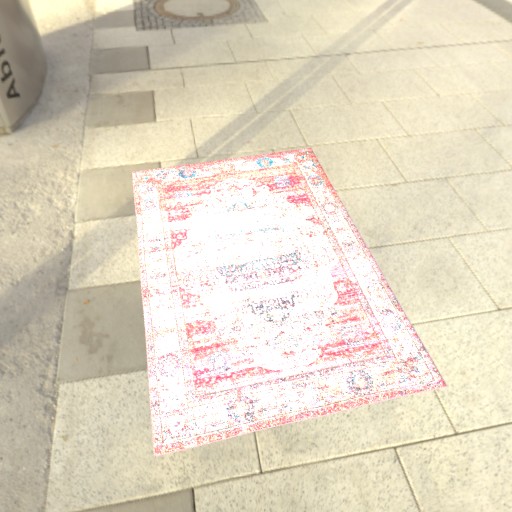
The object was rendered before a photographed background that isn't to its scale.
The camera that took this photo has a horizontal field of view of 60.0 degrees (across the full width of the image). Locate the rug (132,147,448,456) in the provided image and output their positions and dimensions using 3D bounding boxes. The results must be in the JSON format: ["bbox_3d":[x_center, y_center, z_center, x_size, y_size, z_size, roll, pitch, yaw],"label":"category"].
[{"bbox_3d":[0.000,0.000,2.366,1.219,0.006,1.829,-10,48,-9],"label":"rug"}]
